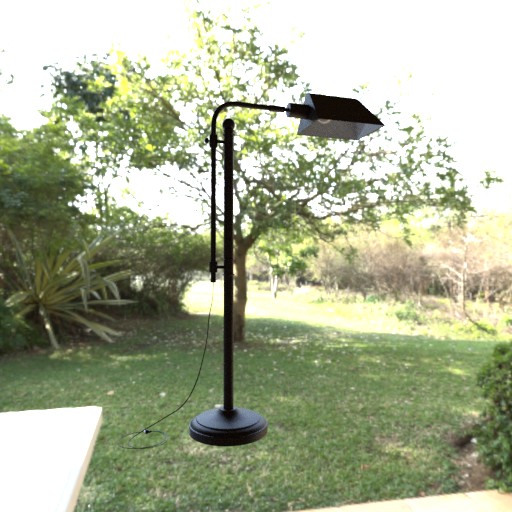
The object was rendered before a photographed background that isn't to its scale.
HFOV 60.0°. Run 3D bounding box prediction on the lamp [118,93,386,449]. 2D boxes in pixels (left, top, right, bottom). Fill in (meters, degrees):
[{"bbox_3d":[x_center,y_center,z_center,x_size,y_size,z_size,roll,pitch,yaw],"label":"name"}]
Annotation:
[{"bbox_3d":[0.000,0.000,0.921,0.545,0.708,0.159,0,-1,-17],"label":"lamp"}]
